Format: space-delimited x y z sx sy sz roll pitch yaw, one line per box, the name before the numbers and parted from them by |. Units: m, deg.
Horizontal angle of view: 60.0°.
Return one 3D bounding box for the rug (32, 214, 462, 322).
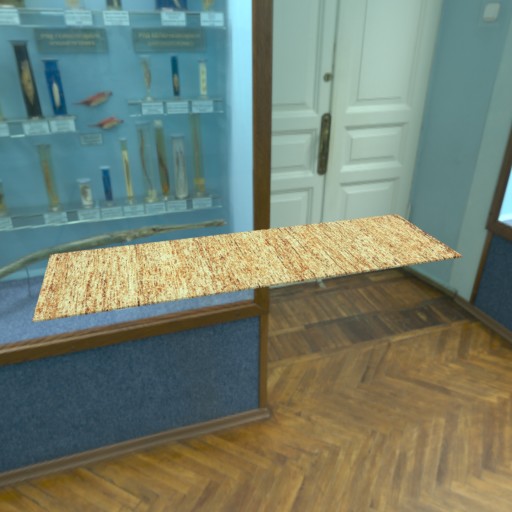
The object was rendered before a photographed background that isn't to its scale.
rug | 0.000 0.000 2.510 2.237 0.014 0.680 -8 28 -15
